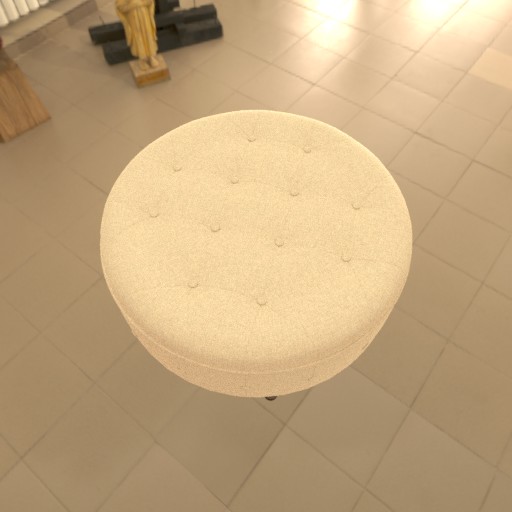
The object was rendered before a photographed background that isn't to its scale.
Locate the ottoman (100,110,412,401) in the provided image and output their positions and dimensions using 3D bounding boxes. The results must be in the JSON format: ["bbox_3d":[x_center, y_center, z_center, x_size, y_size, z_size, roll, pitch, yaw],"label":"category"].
[{"bbox_3d":[0.000,0.000,1.369,0.848,0.494,0.848,0,58,0],"label":"ottoman"}]
